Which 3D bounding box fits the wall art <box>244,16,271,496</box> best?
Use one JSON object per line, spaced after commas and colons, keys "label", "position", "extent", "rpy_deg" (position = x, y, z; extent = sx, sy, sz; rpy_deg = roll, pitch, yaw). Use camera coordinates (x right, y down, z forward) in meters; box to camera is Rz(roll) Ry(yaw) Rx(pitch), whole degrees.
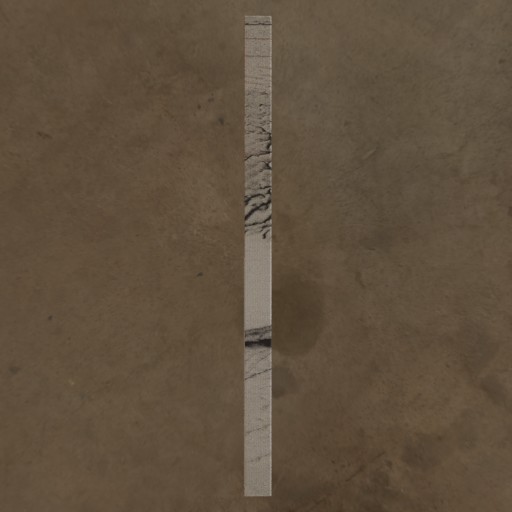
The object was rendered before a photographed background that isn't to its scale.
{"label": "wall art", "position": [0.000, 0.000, 0.768], "extent": [0.035, 0.407, 0.613], "rpy_deg": [0, 90, -1]}
